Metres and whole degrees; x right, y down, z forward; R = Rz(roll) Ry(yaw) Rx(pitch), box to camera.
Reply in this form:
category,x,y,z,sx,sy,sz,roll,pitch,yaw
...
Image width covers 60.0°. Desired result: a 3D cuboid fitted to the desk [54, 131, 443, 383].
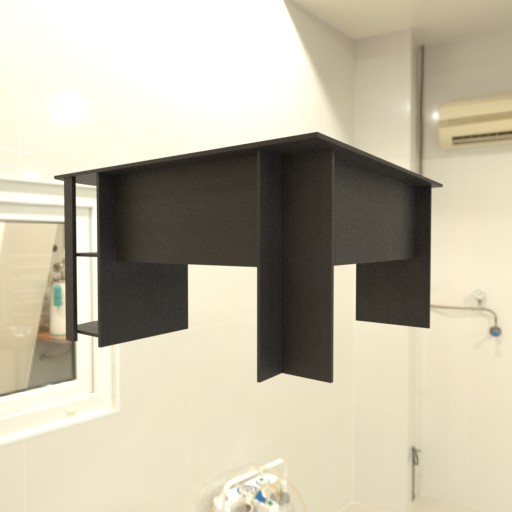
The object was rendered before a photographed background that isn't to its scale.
category,x,y,z,sx,sy,sz,roll,pitch,yaw
desk,0.000,0.000,2.107,1.361,0.716,1.303,1,2,36
